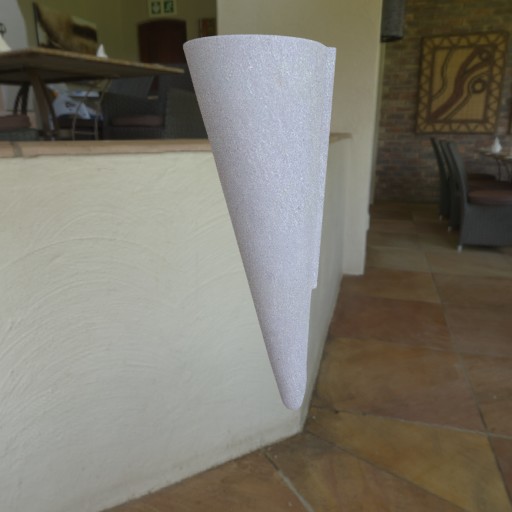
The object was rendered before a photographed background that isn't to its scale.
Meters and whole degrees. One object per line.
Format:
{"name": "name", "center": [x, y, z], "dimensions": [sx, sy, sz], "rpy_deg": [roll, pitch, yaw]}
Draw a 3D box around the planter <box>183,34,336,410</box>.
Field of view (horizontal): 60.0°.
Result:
{"name": "planter", "center": [0.000, 0.000, 0.300], "dimensions": [0.087, 0.259, 0.078], "rpy_deg": [-8, 18, -25]}
